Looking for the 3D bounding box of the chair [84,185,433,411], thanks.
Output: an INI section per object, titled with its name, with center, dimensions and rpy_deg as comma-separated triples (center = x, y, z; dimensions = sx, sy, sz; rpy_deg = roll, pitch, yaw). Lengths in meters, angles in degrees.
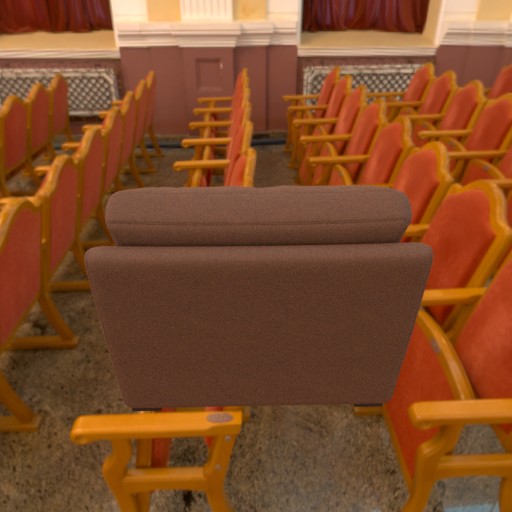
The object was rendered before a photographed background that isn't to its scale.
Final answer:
[chair]
center = 0.000, 0.000, 2.017
dimensions = 1.168, 0.940, 1.143
rpy_deg = -1, 31, -1
